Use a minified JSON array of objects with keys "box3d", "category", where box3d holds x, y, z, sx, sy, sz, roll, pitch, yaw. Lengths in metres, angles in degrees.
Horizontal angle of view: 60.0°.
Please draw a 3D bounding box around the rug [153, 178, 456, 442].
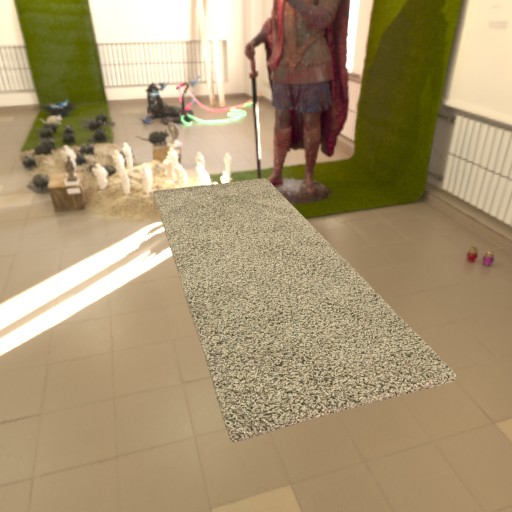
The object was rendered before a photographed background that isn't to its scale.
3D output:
[{"box3d":[0.000,0.000,1.693,0.609,0.030,1.524,-9,31,-15],"category":"rug"}]
